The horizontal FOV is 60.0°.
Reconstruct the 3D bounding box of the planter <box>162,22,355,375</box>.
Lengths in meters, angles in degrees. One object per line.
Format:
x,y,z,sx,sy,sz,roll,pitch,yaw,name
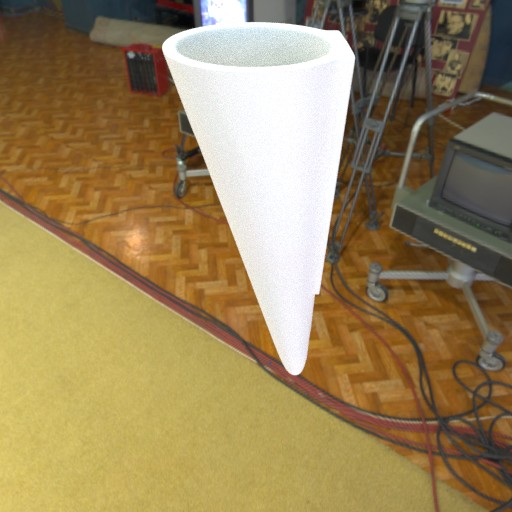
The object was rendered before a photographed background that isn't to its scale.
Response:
0.000,0.000,0.215,0.064,0.193,0.057,-1,41,-1,planter
